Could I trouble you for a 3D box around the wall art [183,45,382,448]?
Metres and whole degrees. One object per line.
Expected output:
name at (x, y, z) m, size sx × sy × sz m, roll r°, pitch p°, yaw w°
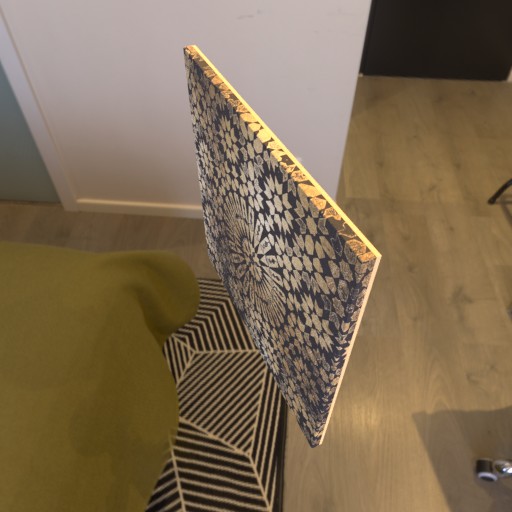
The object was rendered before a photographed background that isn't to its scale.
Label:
wall art at (0.000, 0.000, 1.356) m, size 0.038 × 0.914 × 0.914 m, roll -19°, pitch 51°, yaw -17°
